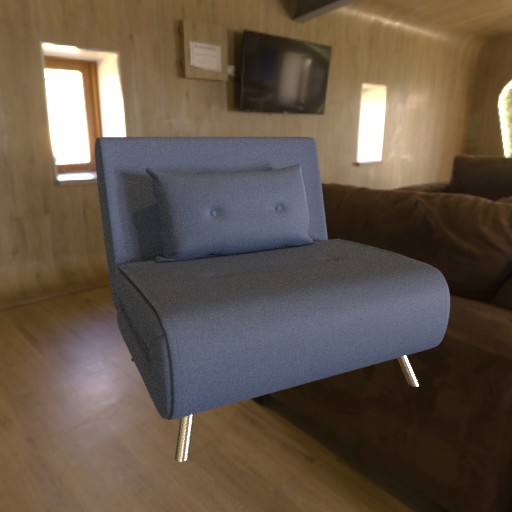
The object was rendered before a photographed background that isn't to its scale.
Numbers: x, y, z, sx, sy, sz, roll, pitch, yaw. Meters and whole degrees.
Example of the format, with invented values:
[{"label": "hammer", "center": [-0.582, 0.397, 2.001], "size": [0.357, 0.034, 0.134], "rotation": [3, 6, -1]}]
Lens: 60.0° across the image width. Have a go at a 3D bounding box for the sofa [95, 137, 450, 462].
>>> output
[{"label": "sofa", "center": [0.000, 0.000, 1.658], "size": [0.999, 0.860, 0.996], "rotation": [-7, 17, -25]}]
